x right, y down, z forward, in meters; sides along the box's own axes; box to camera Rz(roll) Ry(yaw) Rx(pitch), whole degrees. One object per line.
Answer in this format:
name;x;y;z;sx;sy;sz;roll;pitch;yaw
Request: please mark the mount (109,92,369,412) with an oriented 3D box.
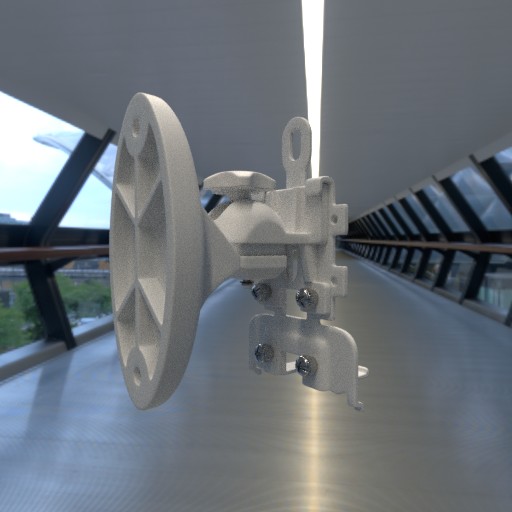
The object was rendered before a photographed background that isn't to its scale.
mount;0.000;0.000;0.177;0.100;0.118;0.066;-1;1;-38
